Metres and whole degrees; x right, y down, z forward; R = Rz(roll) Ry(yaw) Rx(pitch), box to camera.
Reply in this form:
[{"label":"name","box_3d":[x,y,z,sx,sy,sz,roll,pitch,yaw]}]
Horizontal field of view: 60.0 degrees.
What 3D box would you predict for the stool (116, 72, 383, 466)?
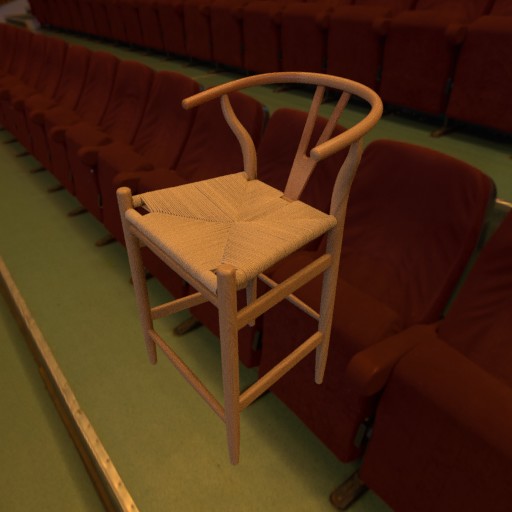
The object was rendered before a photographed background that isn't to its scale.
[{"label":"stool","box_3d":[0.000,0.000,1.293,0.575,0.923,0.536,-23,40,-32]}]
